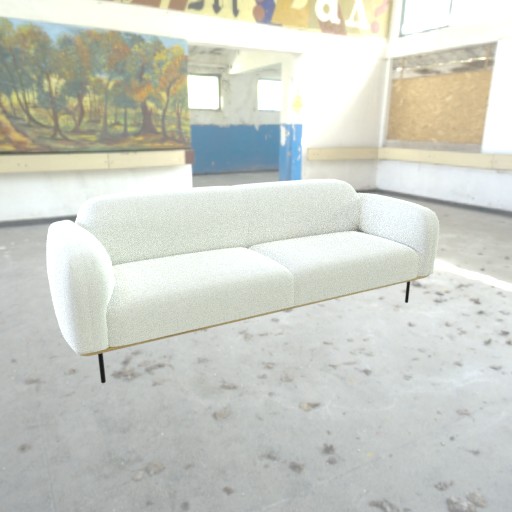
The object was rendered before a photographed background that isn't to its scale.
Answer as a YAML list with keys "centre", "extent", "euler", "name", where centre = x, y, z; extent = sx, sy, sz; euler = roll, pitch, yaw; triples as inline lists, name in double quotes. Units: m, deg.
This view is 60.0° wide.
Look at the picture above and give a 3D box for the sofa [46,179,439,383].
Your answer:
- centre: [0.000, 0.000, 2.677]
  extent: [2.280, 0.780, 0.870]
  euler: [-9, 19, -28]
  name: "sofa"
